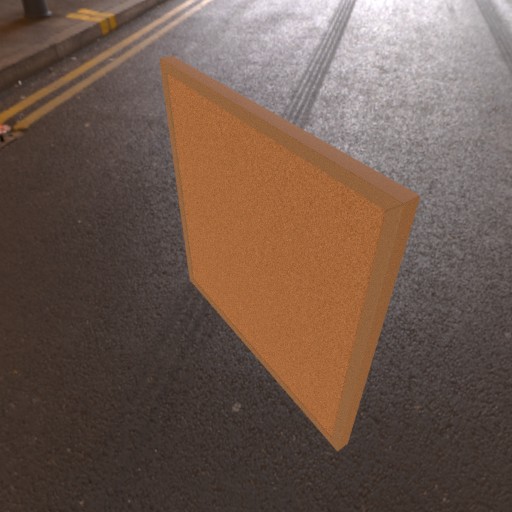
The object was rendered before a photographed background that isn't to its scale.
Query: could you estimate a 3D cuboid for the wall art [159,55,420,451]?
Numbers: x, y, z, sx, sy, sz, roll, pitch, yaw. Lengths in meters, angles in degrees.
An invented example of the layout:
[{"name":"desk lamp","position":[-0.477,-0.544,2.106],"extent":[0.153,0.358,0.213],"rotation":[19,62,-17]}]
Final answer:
[{"name":"wall art","position":[0.000,0.000,1.112],"extent":[0.037,0.761,0.761],"rotation":[-25,48,-26]}]
